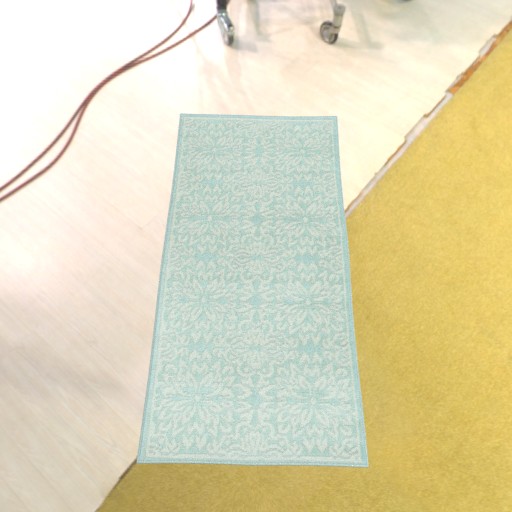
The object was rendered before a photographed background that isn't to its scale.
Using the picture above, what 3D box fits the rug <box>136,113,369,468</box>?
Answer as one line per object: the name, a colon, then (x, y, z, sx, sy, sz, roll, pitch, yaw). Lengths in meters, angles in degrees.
rug: (0.000, 0.000, 1.425, 0.604, 0.007, 1.219, 1, 63, 0)
